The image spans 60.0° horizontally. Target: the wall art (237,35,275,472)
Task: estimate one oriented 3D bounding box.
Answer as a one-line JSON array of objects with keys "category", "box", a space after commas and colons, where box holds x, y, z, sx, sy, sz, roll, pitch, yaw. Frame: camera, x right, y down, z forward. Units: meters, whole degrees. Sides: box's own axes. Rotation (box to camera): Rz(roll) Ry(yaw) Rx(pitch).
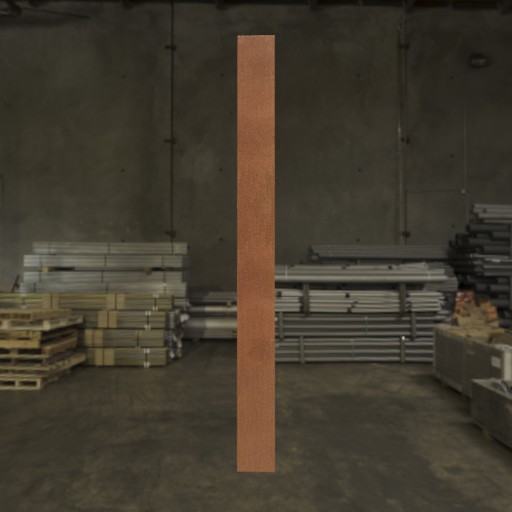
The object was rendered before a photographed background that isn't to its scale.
[{"category": "wall art", "box": [0.000, 0.000, 0.609, 0.035, 0.403, 0.403, 0, -1, 0]}]
